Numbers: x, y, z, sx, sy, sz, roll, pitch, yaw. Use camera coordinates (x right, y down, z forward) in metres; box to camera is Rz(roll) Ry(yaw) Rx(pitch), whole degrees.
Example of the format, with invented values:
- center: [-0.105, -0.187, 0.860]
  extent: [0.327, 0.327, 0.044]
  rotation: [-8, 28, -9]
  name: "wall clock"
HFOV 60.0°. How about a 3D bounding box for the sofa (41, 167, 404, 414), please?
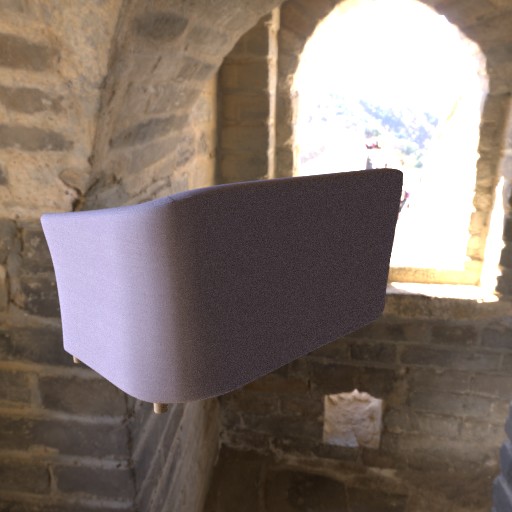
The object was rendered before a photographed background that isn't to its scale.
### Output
- center: [0.000, 0.000, 1.854]
  extent: [1.452, 0.721, 0.705]
  rotation: [-14, 21, -40]
  name: "sofa"
